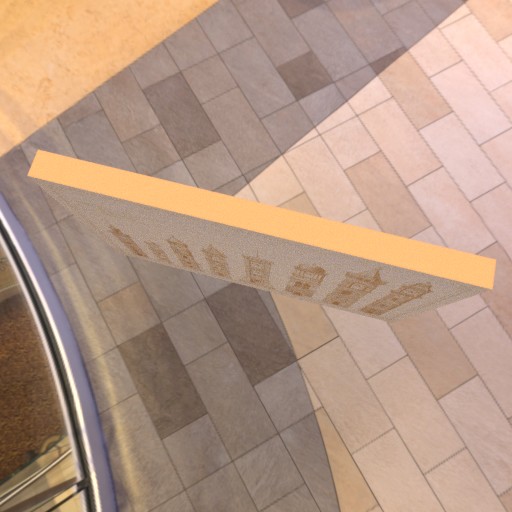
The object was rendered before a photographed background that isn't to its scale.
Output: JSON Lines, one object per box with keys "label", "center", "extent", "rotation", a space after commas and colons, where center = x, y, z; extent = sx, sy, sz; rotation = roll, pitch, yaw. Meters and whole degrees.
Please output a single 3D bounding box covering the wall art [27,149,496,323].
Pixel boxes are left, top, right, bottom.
{"label": "wall art", "center": [0.000, 0.000, 0.765], "extent": [0.609, 0.407, 0.039], "rotation": [14, 76, 4]}
